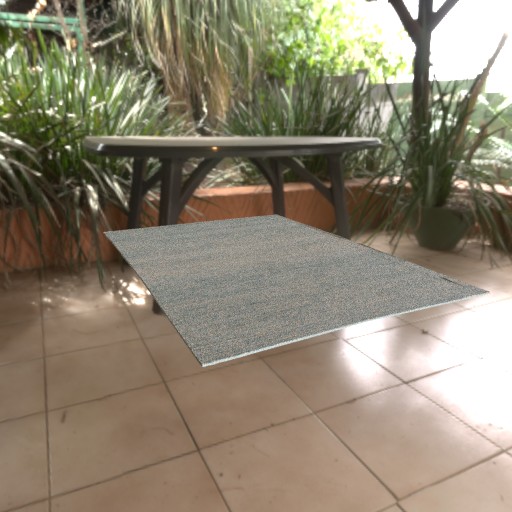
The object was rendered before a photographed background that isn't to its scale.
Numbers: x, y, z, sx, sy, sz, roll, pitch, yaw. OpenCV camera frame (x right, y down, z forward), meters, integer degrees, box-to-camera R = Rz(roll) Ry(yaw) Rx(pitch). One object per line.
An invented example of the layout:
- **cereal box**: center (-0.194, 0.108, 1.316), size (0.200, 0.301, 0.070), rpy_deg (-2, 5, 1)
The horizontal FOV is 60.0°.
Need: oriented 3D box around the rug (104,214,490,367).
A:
- **rug**: center (0.000, 0.000, 2.954), size (1.613, 0.030, 2.306), rpy_deg (-8, 19, -26)
